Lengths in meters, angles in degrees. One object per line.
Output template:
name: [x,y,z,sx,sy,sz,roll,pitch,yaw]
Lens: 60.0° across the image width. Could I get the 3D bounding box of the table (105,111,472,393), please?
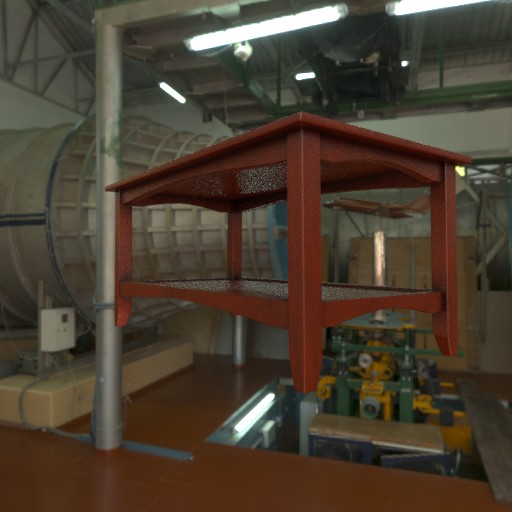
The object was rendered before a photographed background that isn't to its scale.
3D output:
table: [0.000,0.000,1.234,0.533,0.456,0.943,0,0,-37]
